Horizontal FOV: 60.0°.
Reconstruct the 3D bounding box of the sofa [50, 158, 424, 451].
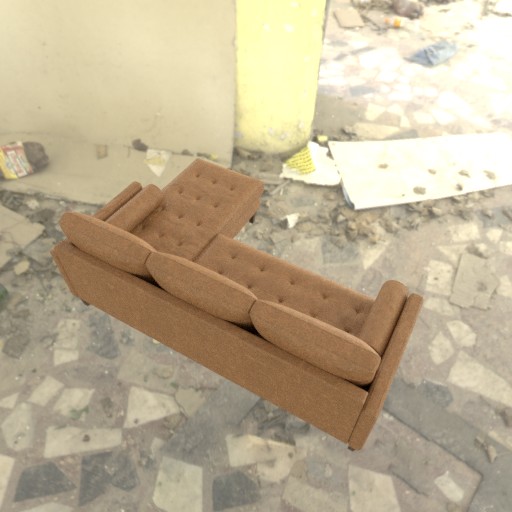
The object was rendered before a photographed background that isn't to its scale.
[{"bbox_3d":[0.000,0.000,3.003,2.178,0.876,1.506,23,52,19],"label":"sofa"}]
